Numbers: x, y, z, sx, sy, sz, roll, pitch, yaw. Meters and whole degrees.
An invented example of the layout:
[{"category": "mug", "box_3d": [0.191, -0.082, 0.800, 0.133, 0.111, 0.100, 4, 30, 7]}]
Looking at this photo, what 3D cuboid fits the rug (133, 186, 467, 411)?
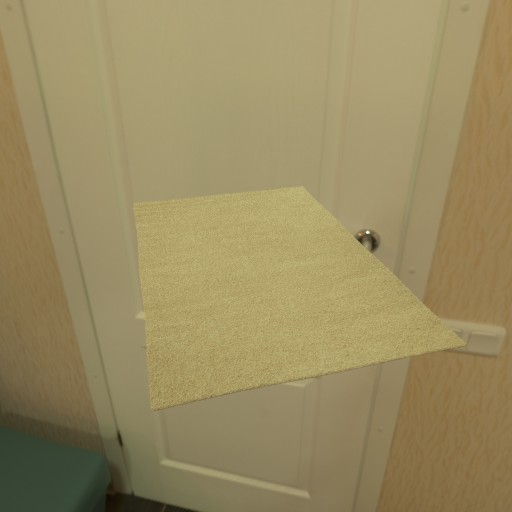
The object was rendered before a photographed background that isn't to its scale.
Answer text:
[{"category": "rug", "box_3d": [0.000, 0.000, 3.504, 1.800, 0.025, 2.699, -8, 30, -13]}]
